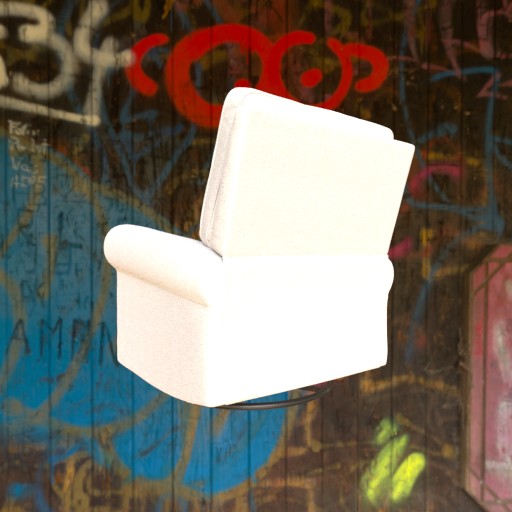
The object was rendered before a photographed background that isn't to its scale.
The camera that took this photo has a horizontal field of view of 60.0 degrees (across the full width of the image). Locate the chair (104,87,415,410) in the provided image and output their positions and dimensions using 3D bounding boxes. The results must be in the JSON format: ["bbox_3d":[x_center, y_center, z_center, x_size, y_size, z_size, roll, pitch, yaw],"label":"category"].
[{"bbox_3d":[0.000,0.000,1.659,0.890,0.960,0.878,-1,1,-36],"label":"chair"}]
